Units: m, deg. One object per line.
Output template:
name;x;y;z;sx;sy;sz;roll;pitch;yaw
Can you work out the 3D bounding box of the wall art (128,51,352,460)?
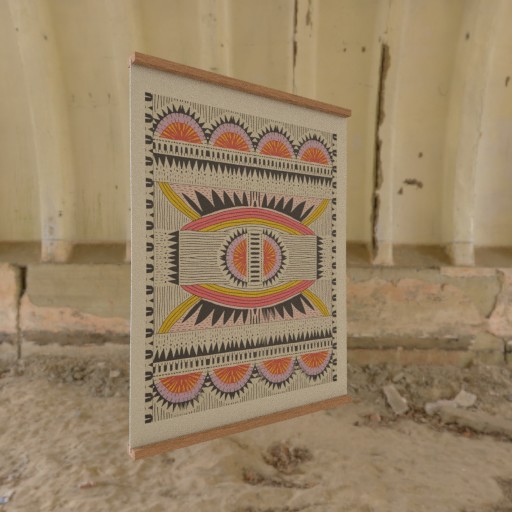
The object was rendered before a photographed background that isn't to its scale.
wall art;0.000;0.000;0.697;0.403;0.527;0.028;0;0;-35
